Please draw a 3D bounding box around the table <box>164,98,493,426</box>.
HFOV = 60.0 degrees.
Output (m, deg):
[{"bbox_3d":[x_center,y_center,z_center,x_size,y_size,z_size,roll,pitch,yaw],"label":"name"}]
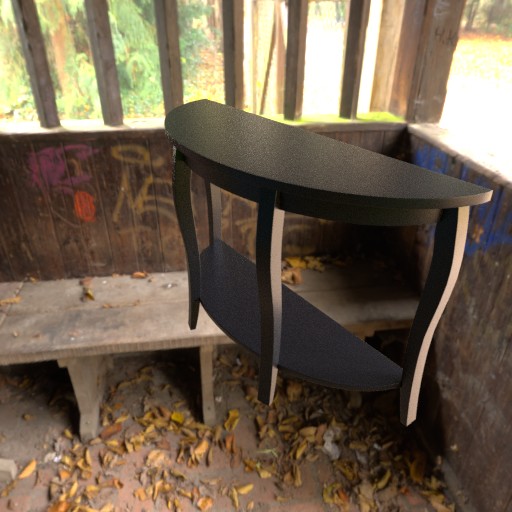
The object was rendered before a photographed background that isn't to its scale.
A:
[{"bbox_3d":[0.000,0.000,1.493,0.394,0.780,1.219,-21,36,-31],"label":"table"}]
